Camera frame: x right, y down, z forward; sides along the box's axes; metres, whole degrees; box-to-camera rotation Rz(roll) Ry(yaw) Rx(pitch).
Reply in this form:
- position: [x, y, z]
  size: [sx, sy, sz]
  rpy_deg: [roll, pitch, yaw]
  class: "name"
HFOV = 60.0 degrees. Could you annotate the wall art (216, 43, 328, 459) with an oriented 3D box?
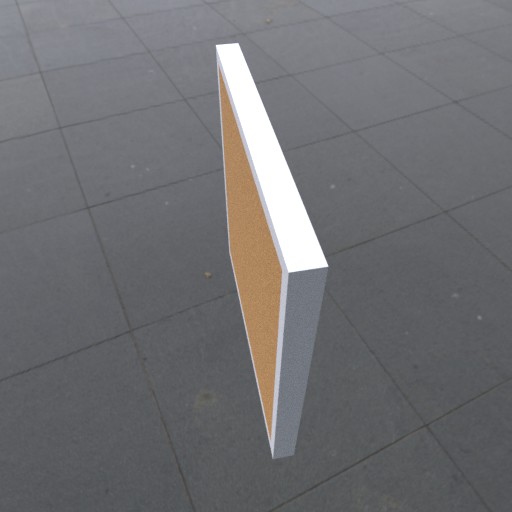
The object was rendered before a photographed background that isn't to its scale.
- position: [0.000, 0.000, 0.763]
  size: [0.038, 0.508, 0.507]
  rpy_deg: [-8, 48, -7]
  class: "wall art"
